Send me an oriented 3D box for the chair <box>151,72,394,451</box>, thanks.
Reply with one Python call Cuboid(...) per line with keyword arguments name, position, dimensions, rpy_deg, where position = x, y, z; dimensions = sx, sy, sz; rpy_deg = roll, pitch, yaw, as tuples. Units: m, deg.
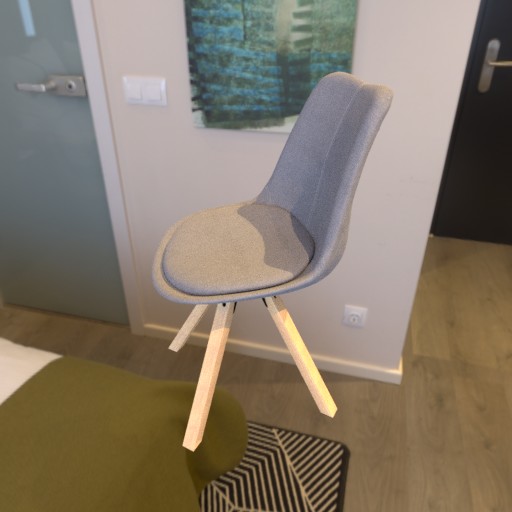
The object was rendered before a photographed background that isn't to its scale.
Cuboid(name="chair", position=(0.000, 0.000, 1.176), dimensions=(0.549, 0.863, 0.474), rpy_deg=(-8, 31, -13))
